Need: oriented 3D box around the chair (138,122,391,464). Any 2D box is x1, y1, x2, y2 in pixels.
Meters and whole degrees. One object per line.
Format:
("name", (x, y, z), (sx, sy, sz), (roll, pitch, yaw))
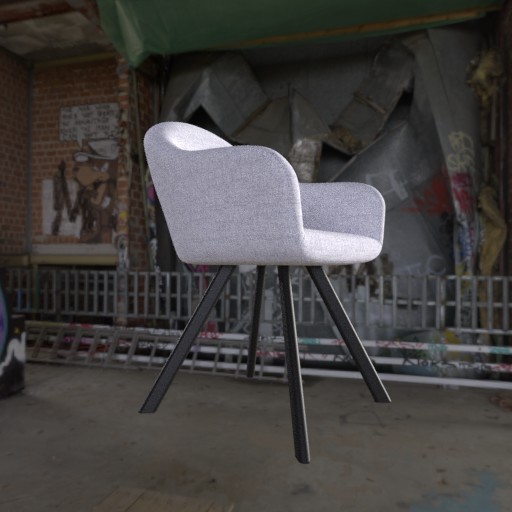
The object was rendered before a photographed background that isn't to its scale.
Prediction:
("chair", (0.000, 0.000, 1.177), (0.570, 0.780, 0.540), (0, -1, 36))
